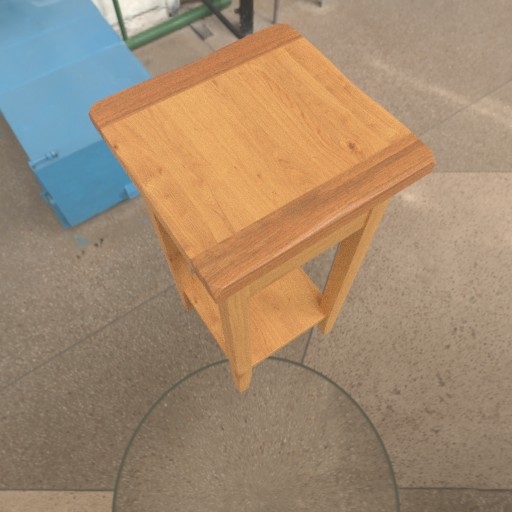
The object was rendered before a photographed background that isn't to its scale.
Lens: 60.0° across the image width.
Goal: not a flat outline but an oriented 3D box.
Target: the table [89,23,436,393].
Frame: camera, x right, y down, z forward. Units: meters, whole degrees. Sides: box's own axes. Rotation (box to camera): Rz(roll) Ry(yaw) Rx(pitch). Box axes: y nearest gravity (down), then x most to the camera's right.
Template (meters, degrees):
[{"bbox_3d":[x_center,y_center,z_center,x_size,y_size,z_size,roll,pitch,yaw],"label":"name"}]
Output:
[{"bbox_3d":[0.000,0.000,0.949,0.360,0.740,0.360,-31,66,-16],"label":"table"}]
